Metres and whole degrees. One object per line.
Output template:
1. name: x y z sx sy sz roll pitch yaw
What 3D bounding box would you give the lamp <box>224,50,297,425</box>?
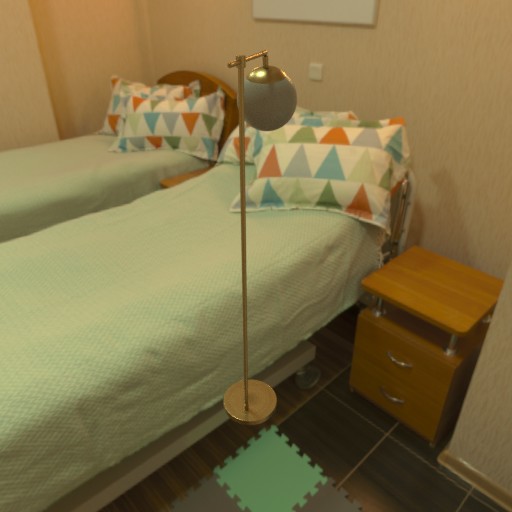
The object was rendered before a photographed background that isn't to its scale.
1. lamp: 0.000 0.000 1.781 0.249 1.505 0.476 9 32 15
